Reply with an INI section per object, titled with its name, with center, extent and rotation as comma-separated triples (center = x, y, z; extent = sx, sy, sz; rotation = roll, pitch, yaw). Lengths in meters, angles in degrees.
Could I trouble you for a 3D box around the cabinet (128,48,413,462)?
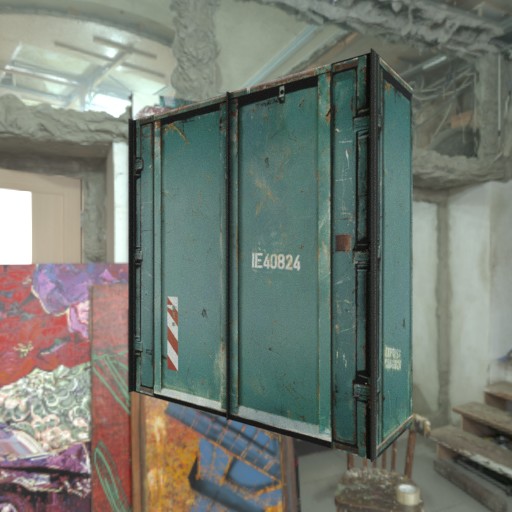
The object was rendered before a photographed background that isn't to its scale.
[cabinet]
center = 0.000, 0.000, 3.170
extent = 2.000, 2.160, 0.680
rotation = 0, 0, 36
